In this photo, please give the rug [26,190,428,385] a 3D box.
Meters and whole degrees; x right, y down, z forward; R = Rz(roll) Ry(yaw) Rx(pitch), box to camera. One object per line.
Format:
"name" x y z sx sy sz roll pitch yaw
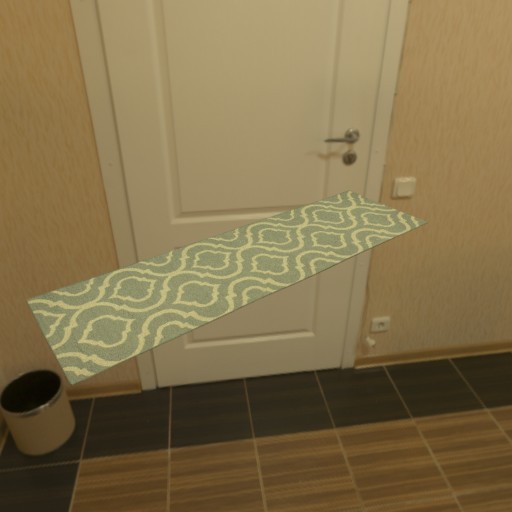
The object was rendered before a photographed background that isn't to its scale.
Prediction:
"rug" 0.000 0.000 2.493 2.275 0.009 0.684 -21 37 -31
